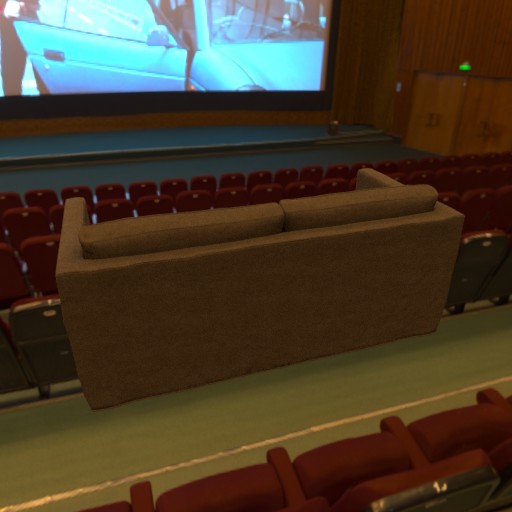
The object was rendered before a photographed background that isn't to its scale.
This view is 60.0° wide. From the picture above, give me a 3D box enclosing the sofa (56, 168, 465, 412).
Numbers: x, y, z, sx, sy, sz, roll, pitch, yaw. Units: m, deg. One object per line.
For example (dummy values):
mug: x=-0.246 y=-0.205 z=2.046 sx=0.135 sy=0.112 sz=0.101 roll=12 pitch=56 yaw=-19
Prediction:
sofa: x=0.000 y=0.000 z=2.498 sx=1.982 sy=0.855 sz=0.953 roll=-9 pitch=28 yaw=-16
